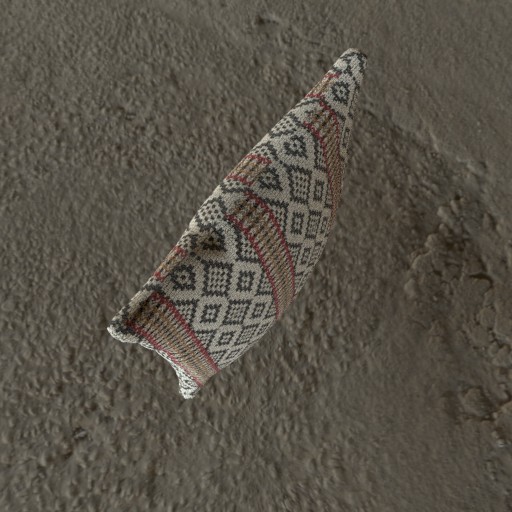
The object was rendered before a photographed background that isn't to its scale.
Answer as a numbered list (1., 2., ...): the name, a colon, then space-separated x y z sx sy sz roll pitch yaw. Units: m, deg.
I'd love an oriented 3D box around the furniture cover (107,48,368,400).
1. furniture cover: 0.000 0.000 0.763 0.182 0.506 0.503 33 69 14
